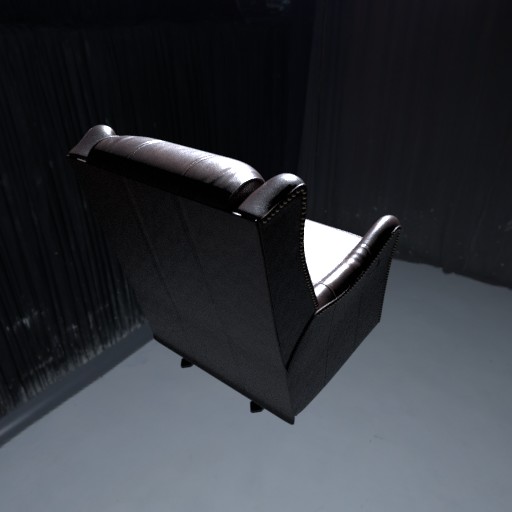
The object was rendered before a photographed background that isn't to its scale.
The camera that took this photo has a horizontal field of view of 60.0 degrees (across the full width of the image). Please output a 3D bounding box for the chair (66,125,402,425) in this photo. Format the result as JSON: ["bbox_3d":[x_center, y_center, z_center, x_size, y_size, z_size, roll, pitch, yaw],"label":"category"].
[{"bbox_3d":[0.000,0.000,1.822,0.869,1.084,1.008,22,37,32],"label":"chair"}]
